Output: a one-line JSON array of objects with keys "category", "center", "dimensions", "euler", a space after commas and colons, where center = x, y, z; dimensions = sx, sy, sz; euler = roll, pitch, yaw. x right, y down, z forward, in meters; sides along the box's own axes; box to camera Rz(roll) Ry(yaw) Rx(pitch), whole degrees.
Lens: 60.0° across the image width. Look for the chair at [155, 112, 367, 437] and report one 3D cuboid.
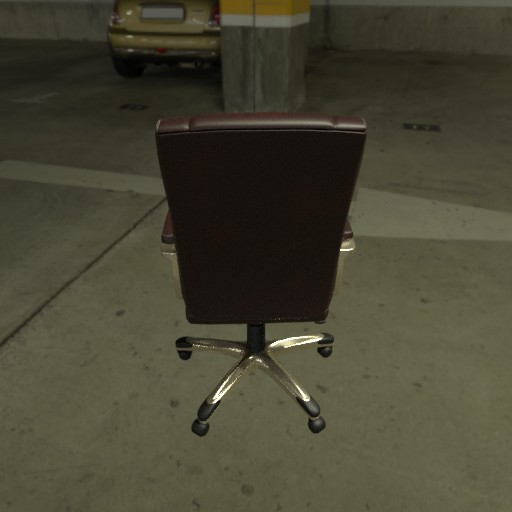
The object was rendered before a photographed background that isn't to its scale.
[{"category": "chair", "center": [0.000, 0.000, 1.509], "dimensions": [0.662, 1.107, 0.739], "euler": [-1, 31, -2]}]
